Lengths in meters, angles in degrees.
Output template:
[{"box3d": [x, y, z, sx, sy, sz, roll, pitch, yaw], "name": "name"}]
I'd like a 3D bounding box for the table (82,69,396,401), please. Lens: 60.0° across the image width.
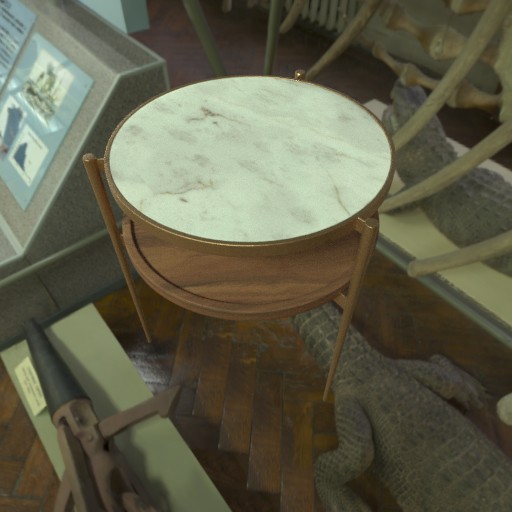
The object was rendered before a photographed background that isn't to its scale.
[{"box3d": [0.000, 0.000, 0.828, 0.430, 0.493, 0.456, -31, 55, -25], "name": "table"}]
